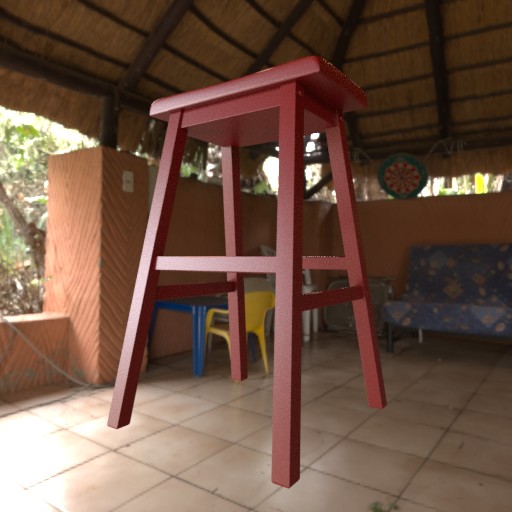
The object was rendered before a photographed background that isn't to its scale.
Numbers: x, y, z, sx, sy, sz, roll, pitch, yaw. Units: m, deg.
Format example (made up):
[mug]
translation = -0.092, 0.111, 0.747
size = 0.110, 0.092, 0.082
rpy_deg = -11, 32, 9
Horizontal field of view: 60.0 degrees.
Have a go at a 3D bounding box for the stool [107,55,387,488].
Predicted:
[stool]
translation = 0.000, 0.000, 1.026
size = 0.457, 0.737, 0.476
rpy_deg = 0, 0, 35
